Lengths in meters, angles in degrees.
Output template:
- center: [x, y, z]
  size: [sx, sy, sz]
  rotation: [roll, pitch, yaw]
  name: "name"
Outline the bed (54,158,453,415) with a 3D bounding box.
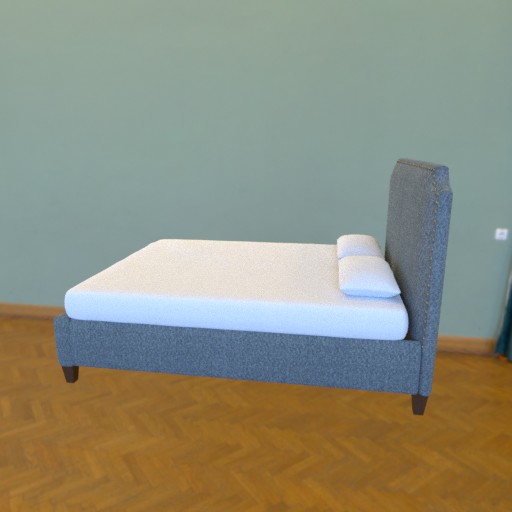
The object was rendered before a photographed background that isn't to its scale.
- center: [0.000, 0.000, 3.387]
  size: [2.372, 1.443, 1.712]
  rotation: [2, 14, 9]
  name: "bed"
